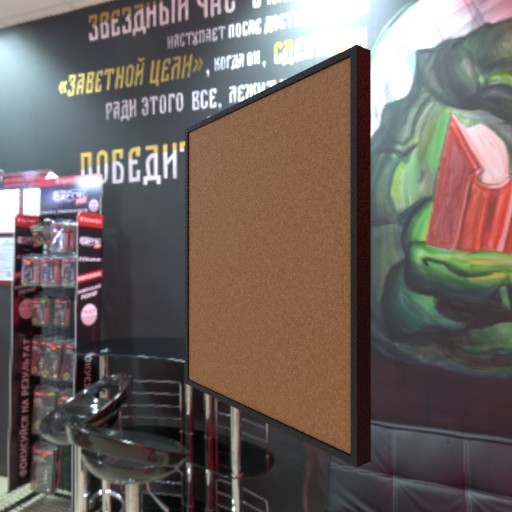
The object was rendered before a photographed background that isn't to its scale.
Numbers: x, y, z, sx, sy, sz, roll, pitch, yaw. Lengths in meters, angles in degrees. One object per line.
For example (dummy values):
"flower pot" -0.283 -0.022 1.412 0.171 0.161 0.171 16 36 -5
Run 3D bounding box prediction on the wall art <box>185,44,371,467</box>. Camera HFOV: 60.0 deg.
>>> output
"wall art" 0.000 0.000 0.537 0.019 0.381 0.330 0 0 -37
